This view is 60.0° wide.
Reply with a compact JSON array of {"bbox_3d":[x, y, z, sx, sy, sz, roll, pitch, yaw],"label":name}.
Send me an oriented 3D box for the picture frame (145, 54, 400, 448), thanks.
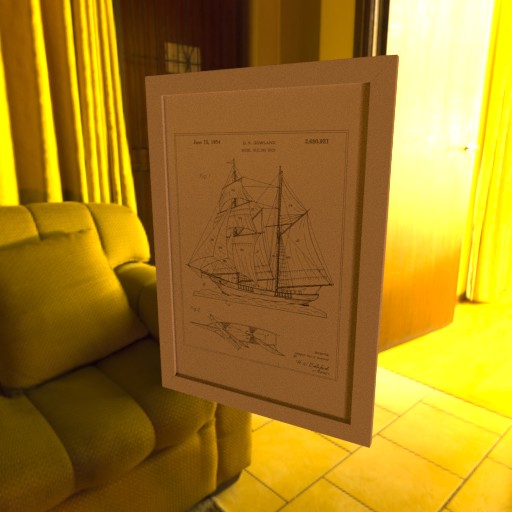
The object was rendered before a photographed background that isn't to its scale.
[{"bbox_3d":[0.000,0.000,0.579,0.326,0.459,0.011,7,15,26],"label":"picture frame"}]
